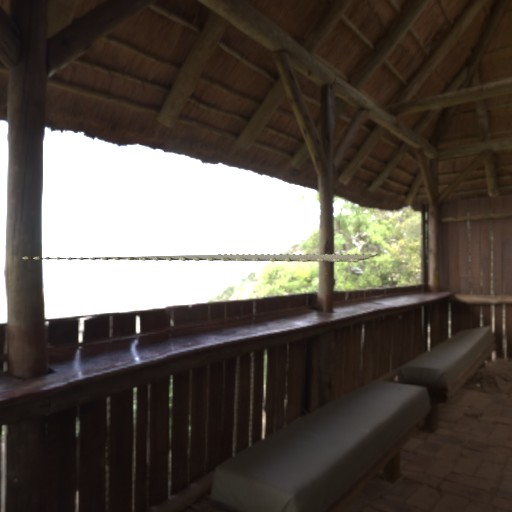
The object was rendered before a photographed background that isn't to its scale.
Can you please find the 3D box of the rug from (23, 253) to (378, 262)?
[{"bbox_3d":[0.000,0.000,2.279,1.162,0.013,1.875,0,1,17],"label":"rug"}]
